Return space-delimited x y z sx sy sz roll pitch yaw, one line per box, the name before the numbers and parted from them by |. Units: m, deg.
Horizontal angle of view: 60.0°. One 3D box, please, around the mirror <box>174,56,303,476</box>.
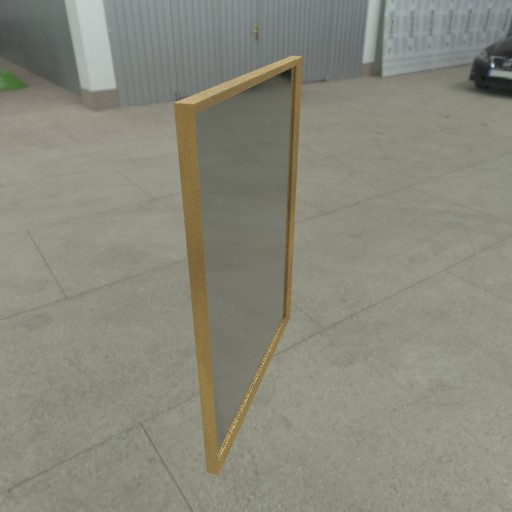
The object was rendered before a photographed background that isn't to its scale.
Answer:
mirror | 0.000 0.000 1.317 0.041 1.016 0.762 10 32 17
